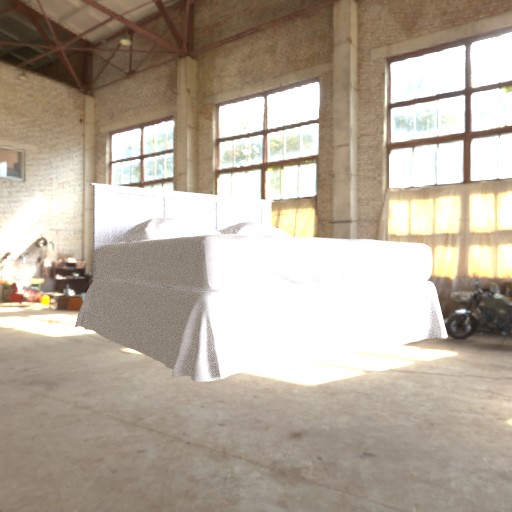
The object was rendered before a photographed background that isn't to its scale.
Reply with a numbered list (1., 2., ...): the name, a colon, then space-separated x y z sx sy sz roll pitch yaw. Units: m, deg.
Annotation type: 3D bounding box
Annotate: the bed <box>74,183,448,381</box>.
1. bed: 0.000 0.000 3.605 2.317 1.273 2.215 0 -1 -35
